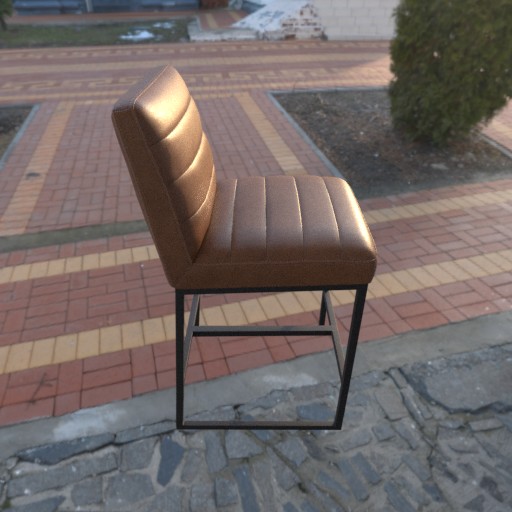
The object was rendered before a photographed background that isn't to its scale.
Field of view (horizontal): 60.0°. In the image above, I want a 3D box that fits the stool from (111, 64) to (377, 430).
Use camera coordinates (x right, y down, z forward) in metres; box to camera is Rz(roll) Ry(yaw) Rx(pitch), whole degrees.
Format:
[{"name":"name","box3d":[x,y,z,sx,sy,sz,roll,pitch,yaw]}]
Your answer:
[{"name":"stool","box3d":[0.000,0.000,1.239,0.556,0.940,0.458,0,33,0]}]
